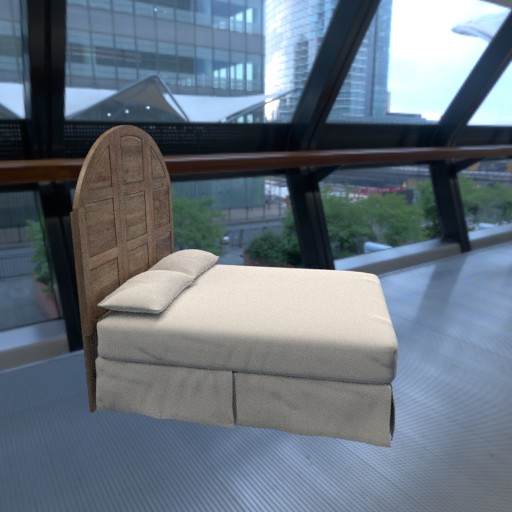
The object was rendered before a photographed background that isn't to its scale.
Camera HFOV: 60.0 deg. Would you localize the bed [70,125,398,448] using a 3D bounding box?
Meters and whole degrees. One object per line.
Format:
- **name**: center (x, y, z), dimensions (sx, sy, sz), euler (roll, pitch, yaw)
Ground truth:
- **bed**: center (0.000, 0.000, 3.506), dimensions (2.112, 2.002, 1.713), euler (3, 14, 10)
